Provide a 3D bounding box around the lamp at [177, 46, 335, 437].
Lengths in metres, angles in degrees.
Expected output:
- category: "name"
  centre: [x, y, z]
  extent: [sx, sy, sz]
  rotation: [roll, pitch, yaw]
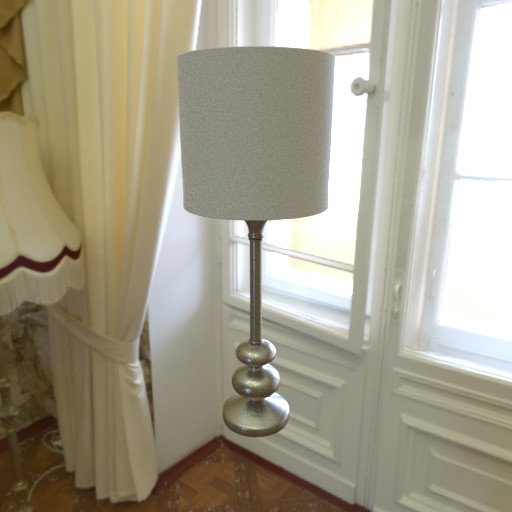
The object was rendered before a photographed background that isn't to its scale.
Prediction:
- category: "lamp"
  centre: [0.000, 0.000, 0.814]
  extent: [0.254, 0.690, 0.254]
  rotation: [-3, 17, -9]
